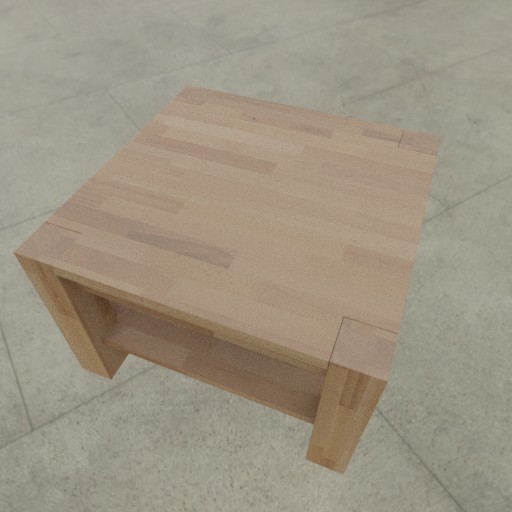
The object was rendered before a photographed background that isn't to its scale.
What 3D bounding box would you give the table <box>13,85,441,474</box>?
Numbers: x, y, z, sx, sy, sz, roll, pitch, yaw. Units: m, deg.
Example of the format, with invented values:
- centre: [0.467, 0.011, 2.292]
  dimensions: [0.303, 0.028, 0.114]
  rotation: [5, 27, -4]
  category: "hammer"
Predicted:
- centre: [0.000, 0.000, 1.127]
  dimensions: [0.700, 0.451, 0.700]
  rotation: [17, 50, 14]
  category: "table"
